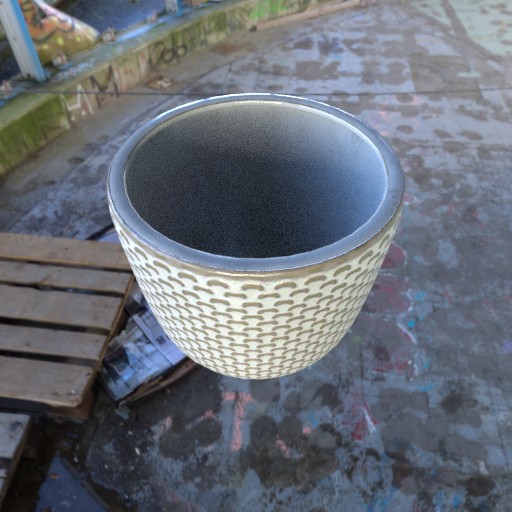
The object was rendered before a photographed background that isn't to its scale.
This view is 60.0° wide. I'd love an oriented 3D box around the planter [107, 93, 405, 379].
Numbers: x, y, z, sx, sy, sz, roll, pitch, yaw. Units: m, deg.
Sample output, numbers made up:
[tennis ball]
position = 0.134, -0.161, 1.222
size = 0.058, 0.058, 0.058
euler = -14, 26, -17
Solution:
[planter]
position = 0.000, 0.000, 0.316
size = 0.173, 0.160, 0.173
euler = 0, 47, 0
